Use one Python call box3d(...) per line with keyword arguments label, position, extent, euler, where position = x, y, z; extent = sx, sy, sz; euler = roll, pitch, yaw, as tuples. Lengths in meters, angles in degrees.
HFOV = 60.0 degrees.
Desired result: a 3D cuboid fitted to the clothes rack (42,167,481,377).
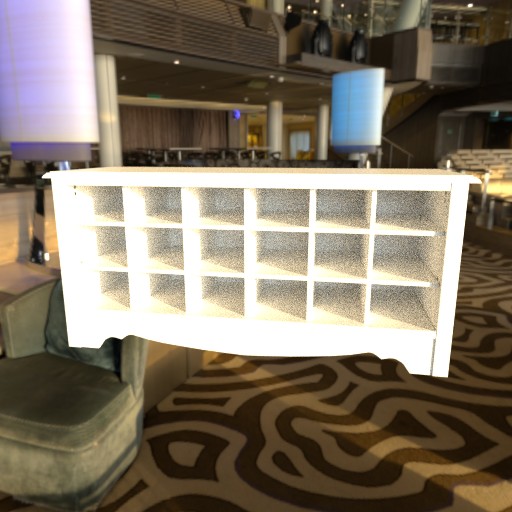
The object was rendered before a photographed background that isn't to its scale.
box3d(label="clothes rack", position=(0.000, 0.000, 1.468), extent=(1.218, 0.558, 0.405), euler=(2, 14, 10))
